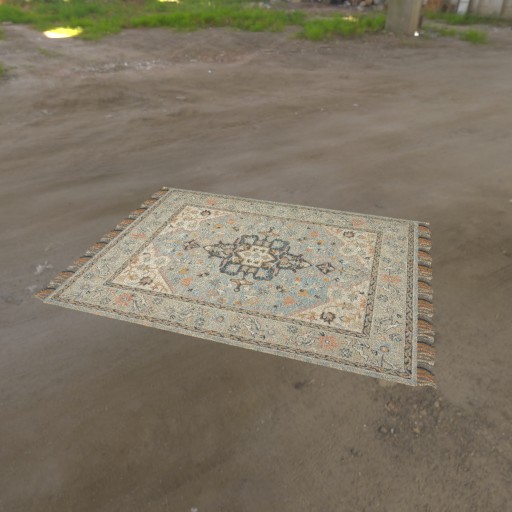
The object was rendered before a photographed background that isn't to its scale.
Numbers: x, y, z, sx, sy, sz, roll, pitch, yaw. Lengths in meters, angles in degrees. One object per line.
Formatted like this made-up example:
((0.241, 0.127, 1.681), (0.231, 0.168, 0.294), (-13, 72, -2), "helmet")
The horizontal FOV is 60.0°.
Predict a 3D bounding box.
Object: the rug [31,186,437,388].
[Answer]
((0.000, 0.000, 2.279), (1.730, 0.009, 1.278), (10, 34, 15), "rug")
